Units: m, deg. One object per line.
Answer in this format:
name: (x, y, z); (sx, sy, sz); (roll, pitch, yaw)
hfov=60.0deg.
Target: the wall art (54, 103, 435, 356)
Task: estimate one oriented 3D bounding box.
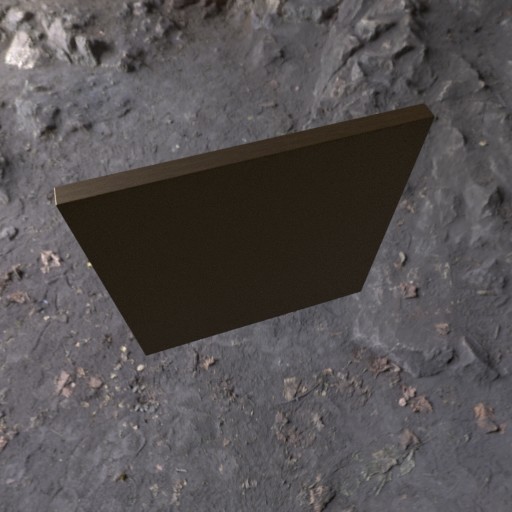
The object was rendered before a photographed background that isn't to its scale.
wall art: (0.000, 0.000, 0.781); (0.503, 0.506, 0.030); (-15, 59, -10)
